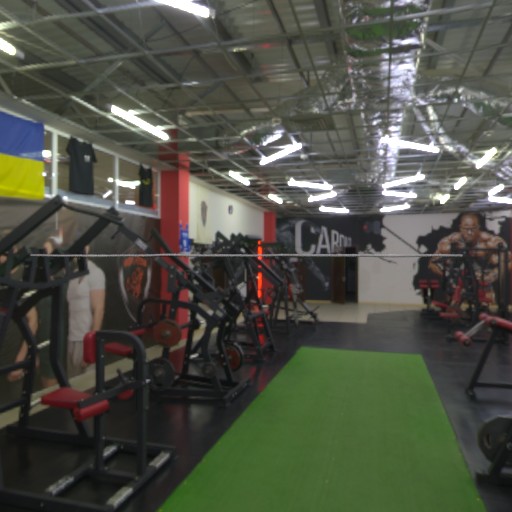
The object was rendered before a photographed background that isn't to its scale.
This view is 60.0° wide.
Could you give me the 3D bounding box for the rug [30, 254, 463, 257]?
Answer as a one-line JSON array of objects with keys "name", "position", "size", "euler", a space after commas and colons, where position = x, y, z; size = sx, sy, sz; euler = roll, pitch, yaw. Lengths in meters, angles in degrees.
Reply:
[{"name": "rug", "position": [0.000, 0.000, 3.081], "size": [2.444, 0.023, 1.531], "euler": [0, 0, 18]}]
